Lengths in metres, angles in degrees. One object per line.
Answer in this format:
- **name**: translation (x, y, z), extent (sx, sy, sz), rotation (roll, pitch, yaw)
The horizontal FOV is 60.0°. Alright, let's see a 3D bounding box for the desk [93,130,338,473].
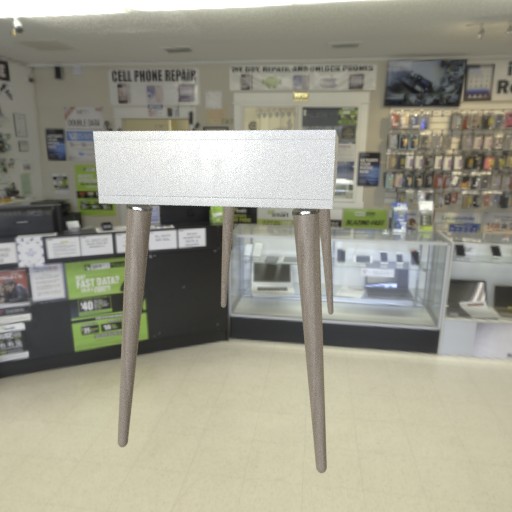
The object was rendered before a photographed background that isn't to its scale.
- **desk**: translation (0.000, 0.000, 1.382), extent (0.491, 0.723, 0.979), rotation (3, 14, 10)
